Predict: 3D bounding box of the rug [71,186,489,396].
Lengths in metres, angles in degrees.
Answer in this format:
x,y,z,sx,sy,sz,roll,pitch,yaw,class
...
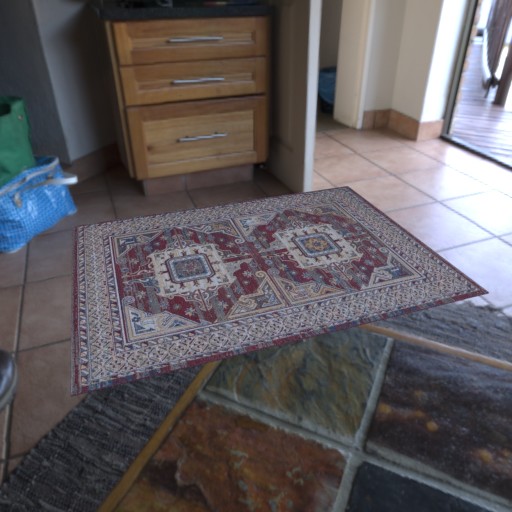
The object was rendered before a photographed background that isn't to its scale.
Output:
x,y,z,sx,sy,sz,roll,pitch,yaw,class
0.000,0.000,2.818,2.210,0.011,1.599,-10,33,-16,rug
